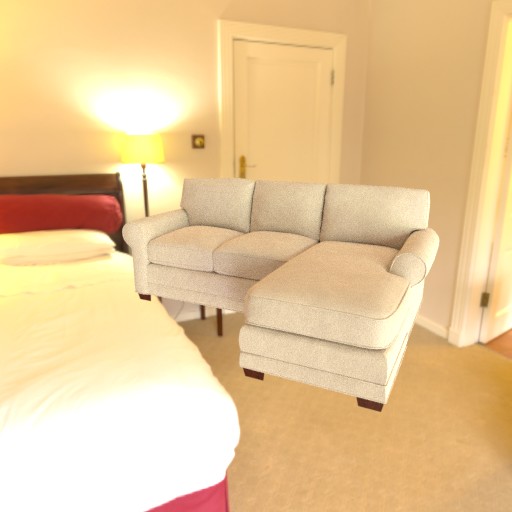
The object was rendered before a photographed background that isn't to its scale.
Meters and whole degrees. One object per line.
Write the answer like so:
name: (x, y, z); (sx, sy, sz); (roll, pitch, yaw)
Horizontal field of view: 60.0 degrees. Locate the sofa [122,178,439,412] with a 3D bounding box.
sofa: (0.000, 0.000, 2.419); (1.770, 0.734, 1.226); (8, 17, 26)
